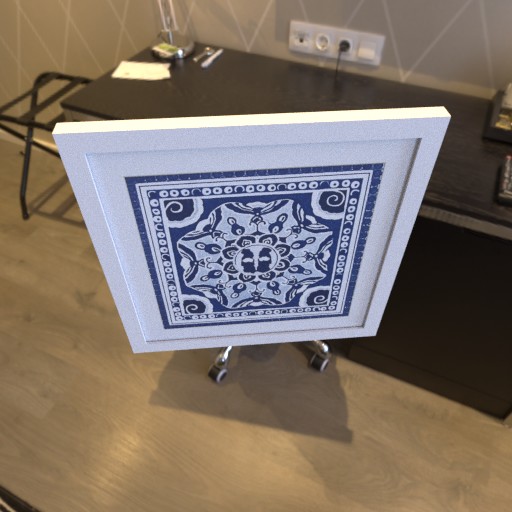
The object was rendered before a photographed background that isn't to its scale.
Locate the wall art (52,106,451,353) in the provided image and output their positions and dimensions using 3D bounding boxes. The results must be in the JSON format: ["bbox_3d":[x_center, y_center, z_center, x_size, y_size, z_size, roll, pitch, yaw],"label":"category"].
[{"bbox_3d":[0.000,0.000,0.830,0.559,0.559,0.028,-3,46,-3],"label":"wall art"}]
